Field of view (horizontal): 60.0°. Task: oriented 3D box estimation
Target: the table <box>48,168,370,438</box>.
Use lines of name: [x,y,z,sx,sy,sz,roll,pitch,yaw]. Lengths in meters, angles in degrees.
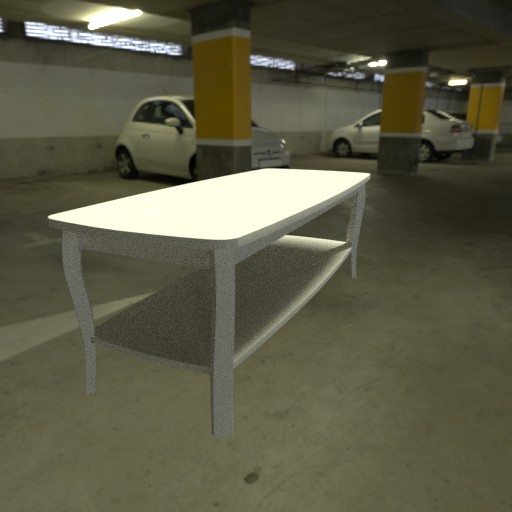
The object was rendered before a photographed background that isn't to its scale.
table: [0.000,0.000,1.563,0.561,0.474,1.334,8,18,24]
